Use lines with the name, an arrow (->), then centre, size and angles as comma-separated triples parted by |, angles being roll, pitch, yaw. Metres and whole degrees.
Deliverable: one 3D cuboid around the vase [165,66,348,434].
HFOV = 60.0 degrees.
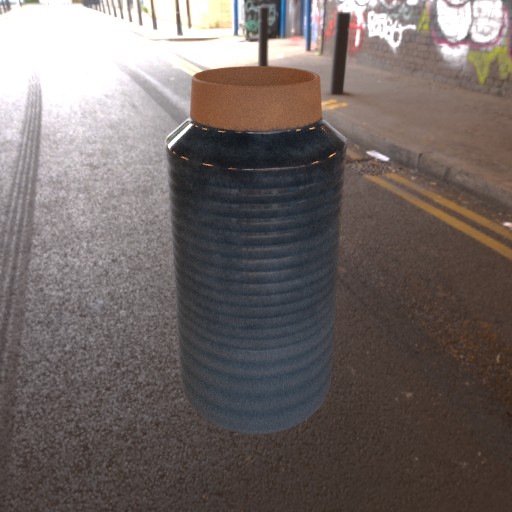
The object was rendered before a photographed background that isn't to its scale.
vase -> 0.000, 0.000, 0.413 | 0.163, 0.316, 0.163 | 0, 31, 0
